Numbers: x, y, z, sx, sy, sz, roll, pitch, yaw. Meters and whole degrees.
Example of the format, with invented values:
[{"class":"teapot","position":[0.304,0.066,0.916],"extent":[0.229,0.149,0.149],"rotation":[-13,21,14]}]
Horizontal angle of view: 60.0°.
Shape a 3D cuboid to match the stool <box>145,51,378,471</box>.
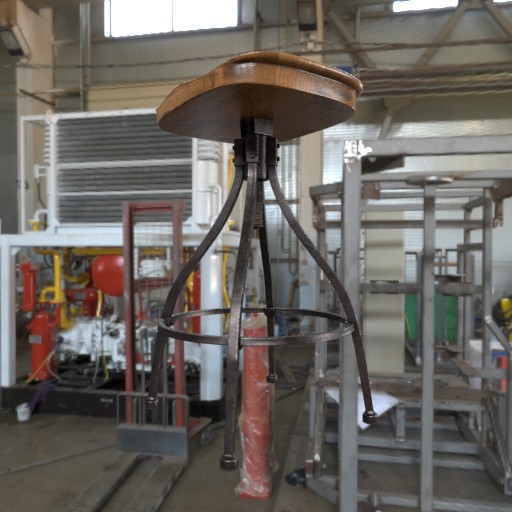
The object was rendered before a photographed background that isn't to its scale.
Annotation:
[{"class":"stool","position":[0.000,0.000,0.970],"extent":[0.424,0.694,0.432],"rotation":[-1,1,-35]}]
